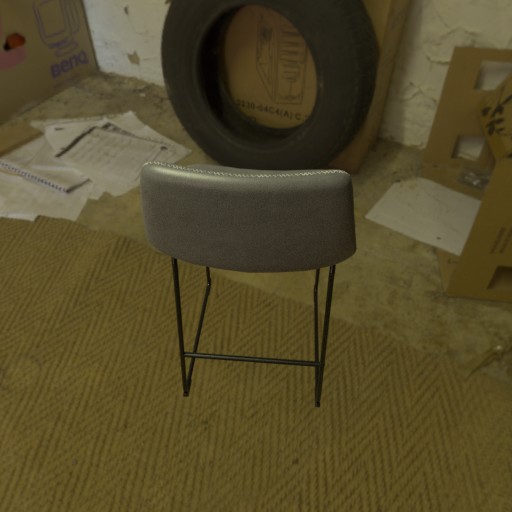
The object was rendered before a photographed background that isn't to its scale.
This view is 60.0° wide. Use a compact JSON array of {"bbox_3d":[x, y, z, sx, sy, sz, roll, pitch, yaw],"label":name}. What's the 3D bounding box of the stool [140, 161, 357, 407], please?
[{"bbox_3d":[0.000,0.000,1.185,0.470,0.876,0.546,3,46,3],"label":"stool"}]
